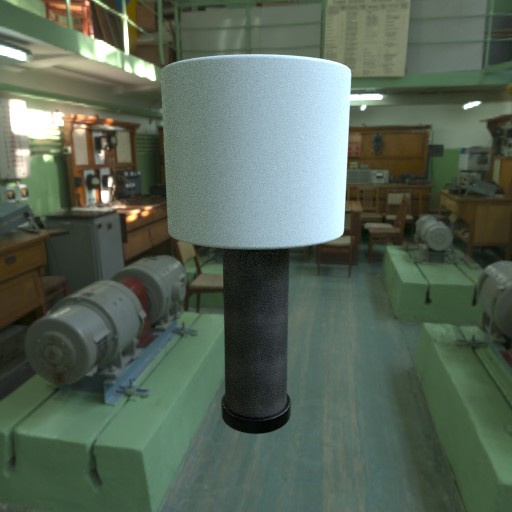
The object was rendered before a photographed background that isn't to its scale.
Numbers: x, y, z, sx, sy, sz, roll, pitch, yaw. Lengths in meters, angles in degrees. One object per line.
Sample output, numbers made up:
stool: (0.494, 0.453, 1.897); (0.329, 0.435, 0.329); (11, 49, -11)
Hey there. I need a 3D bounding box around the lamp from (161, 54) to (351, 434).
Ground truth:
lamp: (0.000, 0.000, 0.797); (0.305, 0.634, 0.305); (2, 14, 8)
